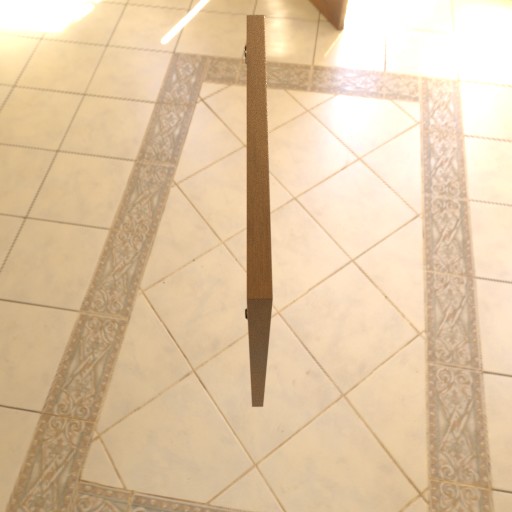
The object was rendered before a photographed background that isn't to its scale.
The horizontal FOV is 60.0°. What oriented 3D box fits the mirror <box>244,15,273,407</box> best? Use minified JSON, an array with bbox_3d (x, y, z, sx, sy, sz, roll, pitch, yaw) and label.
[{"bbox_3d":[0.000,0.000,1.150,0.040,0.915,0.609,-1,62,0],"label":"mirror"}]
